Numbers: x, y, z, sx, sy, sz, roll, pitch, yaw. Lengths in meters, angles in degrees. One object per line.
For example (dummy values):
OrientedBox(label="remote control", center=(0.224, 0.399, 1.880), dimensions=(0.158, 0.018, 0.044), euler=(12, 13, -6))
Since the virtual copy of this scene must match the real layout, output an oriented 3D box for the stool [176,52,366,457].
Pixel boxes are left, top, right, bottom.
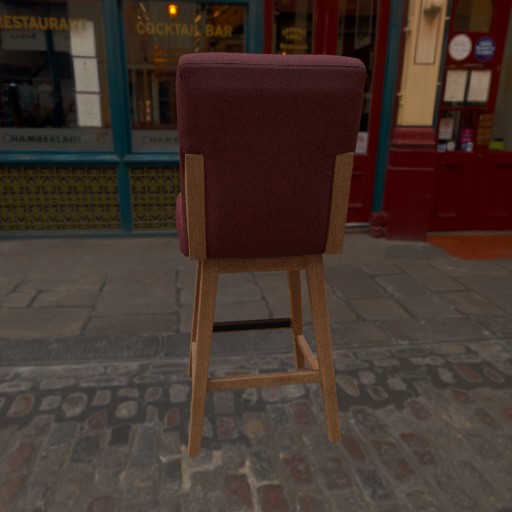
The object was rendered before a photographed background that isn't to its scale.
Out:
OrientedBox(label="stool", center=(0.000, 0.000, 1.324), dimensions=(0.468, 1.038, 0.562), euler=(-2, 16, -8))
